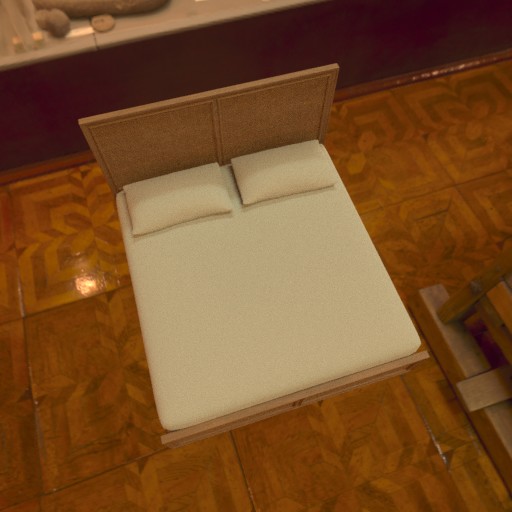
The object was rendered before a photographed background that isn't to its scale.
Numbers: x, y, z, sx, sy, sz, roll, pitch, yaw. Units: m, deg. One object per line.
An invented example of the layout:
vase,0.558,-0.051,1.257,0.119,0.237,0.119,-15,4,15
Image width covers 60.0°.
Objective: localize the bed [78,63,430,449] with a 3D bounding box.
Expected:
bed,0.000,0.000,3.455,2.003,1.387,2.184,-15,63,-8
